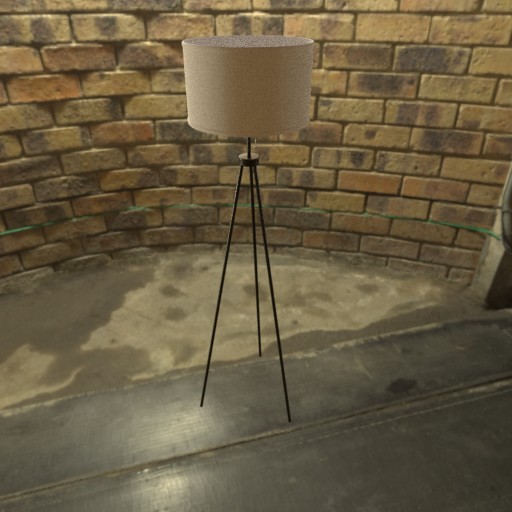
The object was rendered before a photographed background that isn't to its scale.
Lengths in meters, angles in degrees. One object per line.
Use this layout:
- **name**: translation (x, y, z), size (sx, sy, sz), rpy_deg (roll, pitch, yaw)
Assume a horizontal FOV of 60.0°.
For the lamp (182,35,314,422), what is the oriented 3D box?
- **lamp**: translation (0.000, 0.000, 1.761), size (0.458, 1.545, 0.448), rpy_deg (20, 36, 30)
